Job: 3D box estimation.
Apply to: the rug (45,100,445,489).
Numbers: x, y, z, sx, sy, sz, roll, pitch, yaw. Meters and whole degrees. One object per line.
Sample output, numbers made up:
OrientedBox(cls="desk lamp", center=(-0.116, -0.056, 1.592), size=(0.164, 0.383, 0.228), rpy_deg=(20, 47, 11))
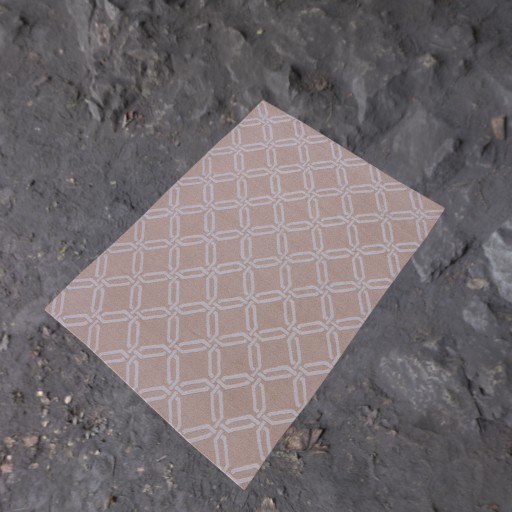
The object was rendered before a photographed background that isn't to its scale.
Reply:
OrientedBox(cls="rug", center=(0.000, 0.000, 4.403), size=(2.452, 0.020, 3.365), rpy_deg=(36, 70, 15))
